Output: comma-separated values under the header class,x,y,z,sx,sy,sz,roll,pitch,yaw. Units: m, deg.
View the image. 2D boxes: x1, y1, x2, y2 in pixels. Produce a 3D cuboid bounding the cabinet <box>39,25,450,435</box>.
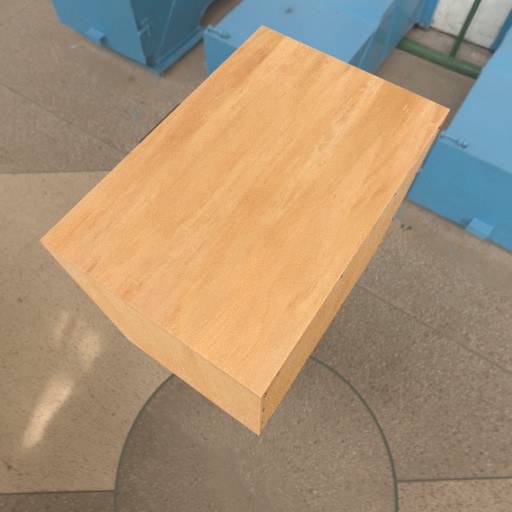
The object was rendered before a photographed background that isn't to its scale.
class,x,y,z,sx,sy,sz,roll,pitch,yaw
cabinet,0.000,0.000,0.939,0.394,0.599,0.551,31,67,15
